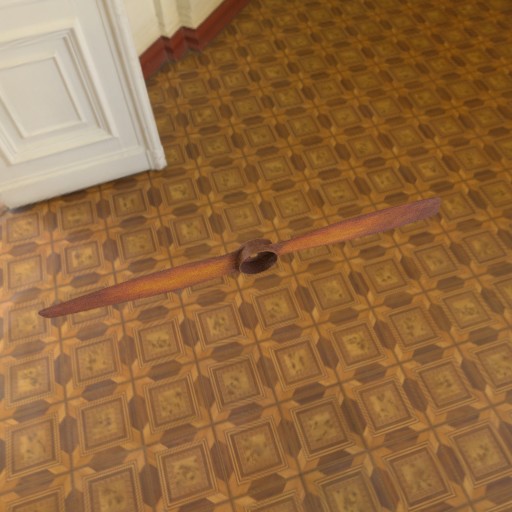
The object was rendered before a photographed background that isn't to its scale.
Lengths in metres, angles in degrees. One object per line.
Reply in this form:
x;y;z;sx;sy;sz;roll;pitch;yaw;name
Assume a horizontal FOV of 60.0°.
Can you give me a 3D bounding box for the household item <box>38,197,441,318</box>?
0.000;0.000;1.257;1.181;0.121;0.051;-15;59;-10;household item
